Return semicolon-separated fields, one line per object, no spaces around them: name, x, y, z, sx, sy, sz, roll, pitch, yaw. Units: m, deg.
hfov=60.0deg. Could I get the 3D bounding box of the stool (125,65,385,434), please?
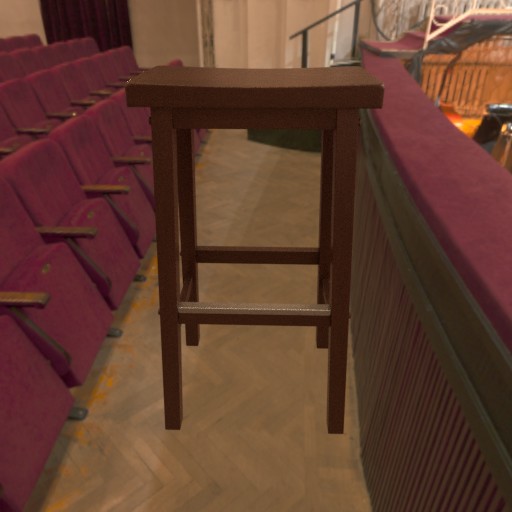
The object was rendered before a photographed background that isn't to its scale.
stool;0.000;0.000;0.966;0.406;0.742;0.322;1;30;1
